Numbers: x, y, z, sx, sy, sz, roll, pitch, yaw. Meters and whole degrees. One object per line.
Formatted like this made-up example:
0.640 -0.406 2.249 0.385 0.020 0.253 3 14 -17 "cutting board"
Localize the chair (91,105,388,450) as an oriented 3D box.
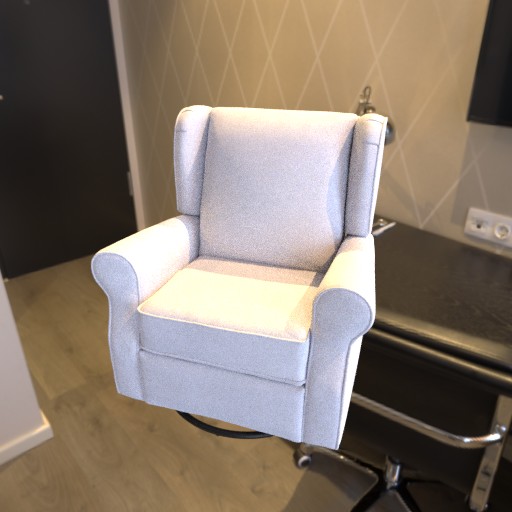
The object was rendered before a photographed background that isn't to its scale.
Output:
0.000 0.000 1.648 0.906 0.967 0.854 8 28 16 "chair"
